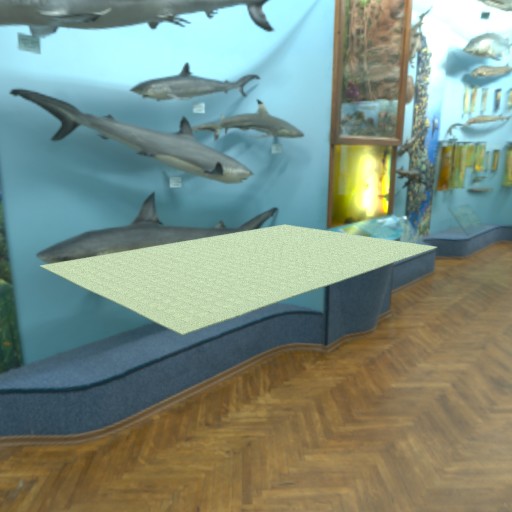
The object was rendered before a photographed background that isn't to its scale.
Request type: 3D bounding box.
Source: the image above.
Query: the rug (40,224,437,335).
[{"bbox_3d":[0.000,0.000,2.292,1.747,0.006,1.143,-13,18,-44],"label":"rug"}]
